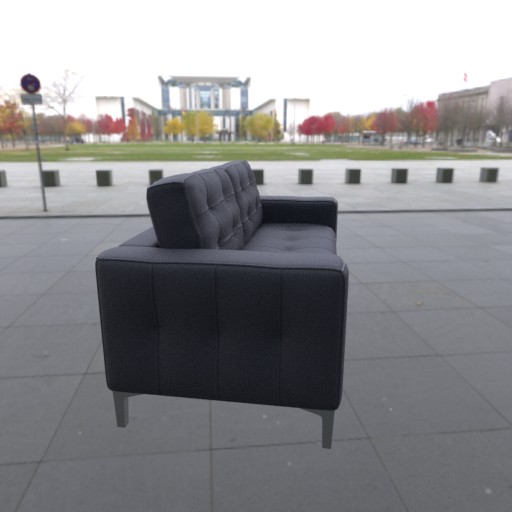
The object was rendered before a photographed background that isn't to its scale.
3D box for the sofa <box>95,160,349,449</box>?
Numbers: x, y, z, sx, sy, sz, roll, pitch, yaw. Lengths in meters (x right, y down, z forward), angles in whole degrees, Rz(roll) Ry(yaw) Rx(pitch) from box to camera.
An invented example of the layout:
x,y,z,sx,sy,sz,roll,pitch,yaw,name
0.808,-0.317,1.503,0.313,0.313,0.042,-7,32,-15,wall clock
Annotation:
x,y,z,sx,sy,sz,roll,pitch,yaw,name
0.000,0.000,2.231,0.833,0.893,1.726,2,15,9,sofa
